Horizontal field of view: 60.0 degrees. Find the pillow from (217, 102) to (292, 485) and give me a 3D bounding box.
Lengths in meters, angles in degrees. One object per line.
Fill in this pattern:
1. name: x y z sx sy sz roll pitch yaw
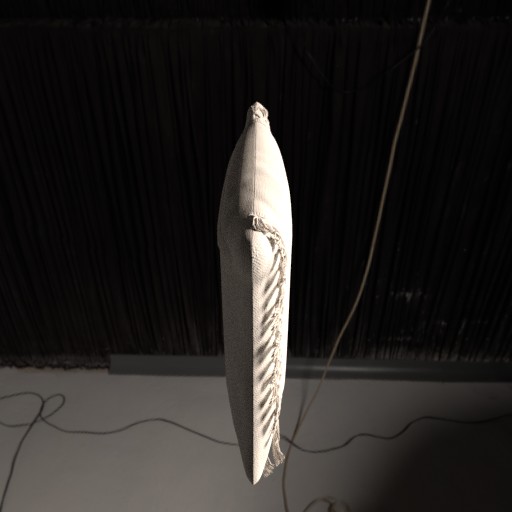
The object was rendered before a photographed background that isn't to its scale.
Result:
1. pillow: 0.000 0.000 0.594 0.084 0.305 0.466 0 31 0
